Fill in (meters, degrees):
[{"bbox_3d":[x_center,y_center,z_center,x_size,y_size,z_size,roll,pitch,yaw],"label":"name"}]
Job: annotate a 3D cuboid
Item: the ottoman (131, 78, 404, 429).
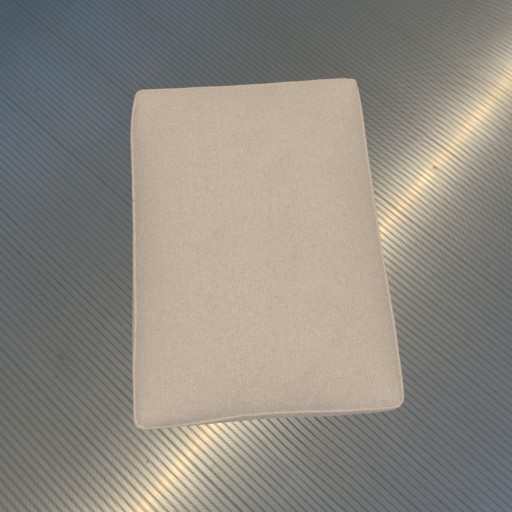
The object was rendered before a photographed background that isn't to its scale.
[{"bbox_3d":[0.000,0.000,0.978,0.501,0.456,0.665,-4,75,-1],"label":"ottoman"}]
